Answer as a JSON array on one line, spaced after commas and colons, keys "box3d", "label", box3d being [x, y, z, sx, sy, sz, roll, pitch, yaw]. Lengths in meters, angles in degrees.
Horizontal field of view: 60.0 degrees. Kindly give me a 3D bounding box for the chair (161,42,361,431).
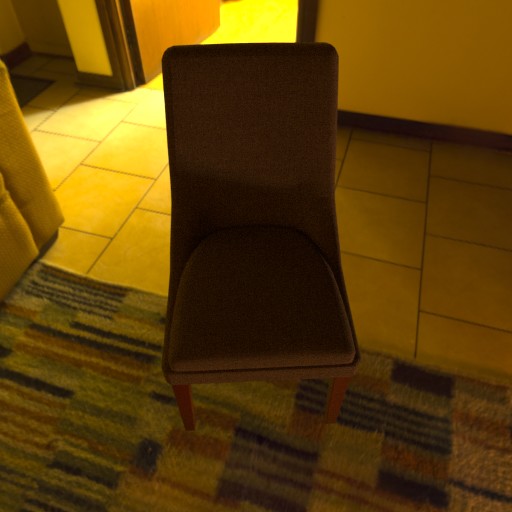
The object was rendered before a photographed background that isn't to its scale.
[{"box3d": [0.000, 0.000, 1.282, 0.508, 0.952, 0.655, -2, 48, -2], "label": "chair"}]
